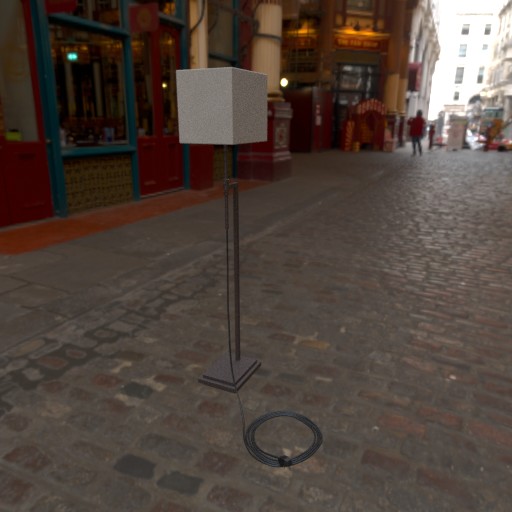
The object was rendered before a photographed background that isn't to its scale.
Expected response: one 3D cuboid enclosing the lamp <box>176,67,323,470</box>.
[{"bbox_3d":[0.000,0.000,2.020,0.774,1.600,0.698,8,19,25],"label":"lamp"}]
